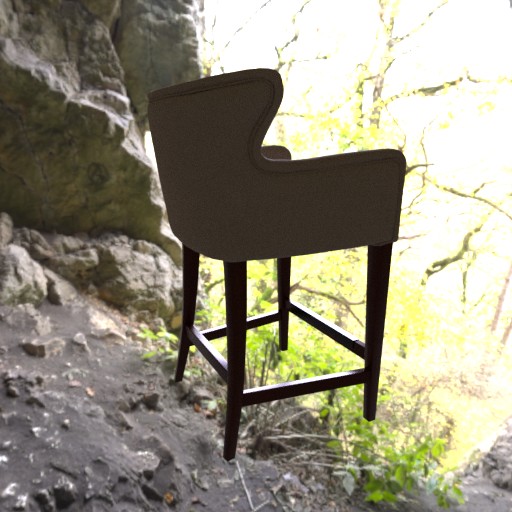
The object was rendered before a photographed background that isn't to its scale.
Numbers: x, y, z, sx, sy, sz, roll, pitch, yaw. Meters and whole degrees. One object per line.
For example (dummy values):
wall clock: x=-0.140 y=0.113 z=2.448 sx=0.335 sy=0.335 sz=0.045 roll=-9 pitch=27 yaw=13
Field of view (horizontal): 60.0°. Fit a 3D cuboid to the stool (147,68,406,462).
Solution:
stool: x=0.000 y=0.000 z=1.313 sx=0.570 sy=0.951 sz=0.601 roll=-8 pitch=17 yaw=-26
